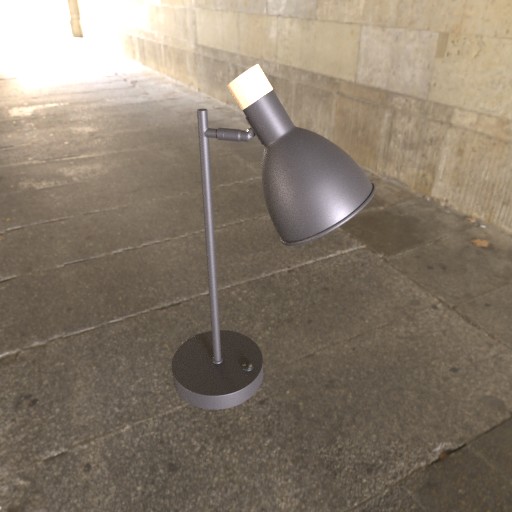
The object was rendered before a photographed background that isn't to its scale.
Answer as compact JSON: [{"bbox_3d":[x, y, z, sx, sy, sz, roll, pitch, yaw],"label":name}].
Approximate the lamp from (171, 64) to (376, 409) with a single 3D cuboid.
[{"bbox_3d":[0.000,0.000,0.602,0.287,0.483,0.152,9,32,15],"label":"lamp"}]
